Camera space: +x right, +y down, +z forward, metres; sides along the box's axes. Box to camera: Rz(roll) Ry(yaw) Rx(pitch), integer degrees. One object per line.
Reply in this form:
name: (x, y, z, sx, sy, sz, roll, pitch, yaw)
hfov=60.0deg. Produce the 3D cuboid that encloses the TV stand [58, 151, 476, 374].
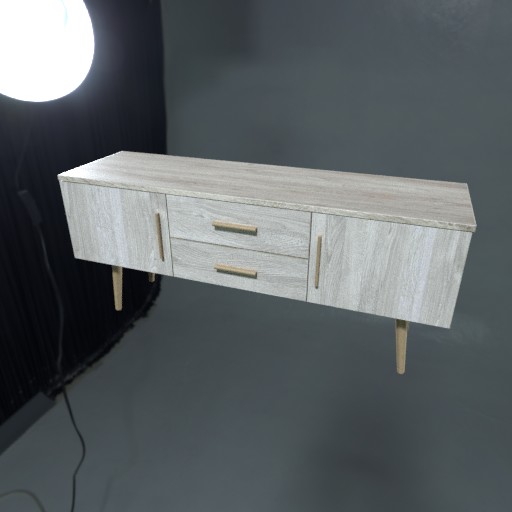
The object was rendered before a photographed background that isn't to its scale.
TV stand: (0.000, 0.000, 1.595, 1.313, 0.565, 0.401, 9, 28, 18)
